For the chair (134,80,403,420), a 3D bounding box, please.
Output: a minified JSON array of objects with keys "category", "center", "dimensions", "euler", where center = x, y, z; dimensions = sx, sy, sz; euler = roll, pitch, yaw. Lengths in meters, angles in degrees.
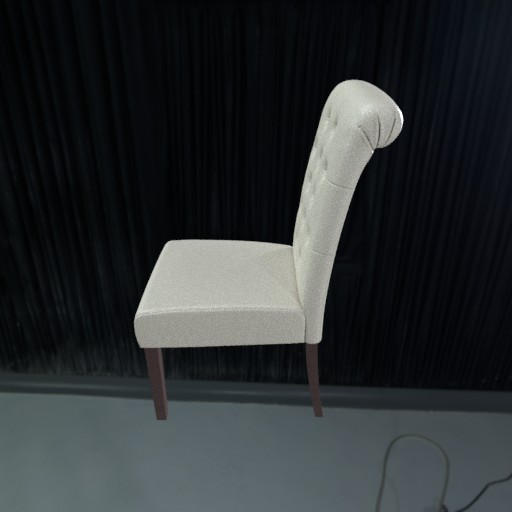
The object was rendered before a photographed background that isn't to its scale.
[{"category":"chair","center":[0.000,0.000,1.379],"dimensions":[0.671,1.006,0.456],"euler":[0,28,1]}]
